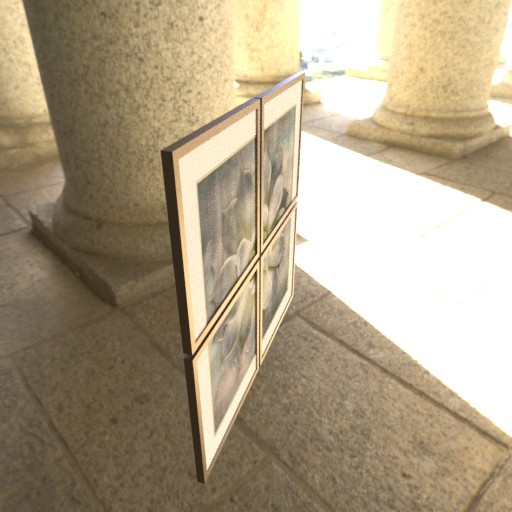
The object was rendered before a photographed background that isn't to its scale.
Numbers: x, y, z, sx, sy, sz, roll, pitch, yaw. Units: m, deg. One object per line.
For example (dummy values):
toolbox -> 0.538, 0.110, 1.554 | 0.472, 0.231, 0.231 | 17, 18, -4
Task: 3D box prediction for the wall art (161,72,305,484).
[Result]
wall art -> 0.000, 0.000, 1.508 | 0.030, 1.032, 1.032 | 10, 32, 16
